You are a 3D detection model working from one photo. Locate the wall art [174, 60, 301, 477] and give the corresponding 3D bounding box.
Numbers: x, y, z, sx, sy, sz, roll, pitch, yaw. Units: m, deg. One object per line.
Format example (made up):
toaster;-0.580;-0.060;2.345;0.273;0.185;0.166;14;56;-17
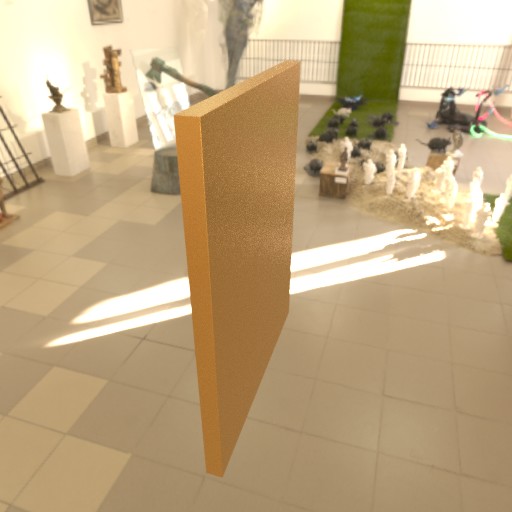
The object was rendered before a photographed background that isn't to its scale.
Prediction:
wall art;0.000;0.000;1.021;0.038;0.762;0.610;9;31;15
